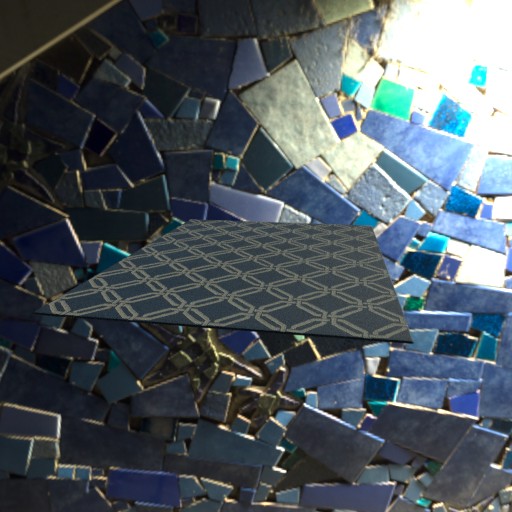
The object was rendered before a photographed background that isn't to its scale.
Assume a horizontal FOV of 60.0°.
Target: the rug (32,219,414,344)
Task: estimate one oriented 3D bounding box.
[{"bbox_3d":[0.000,0.000,4.317,2.432,0.018,3.342,3,16,10],"label":"rug"}]
